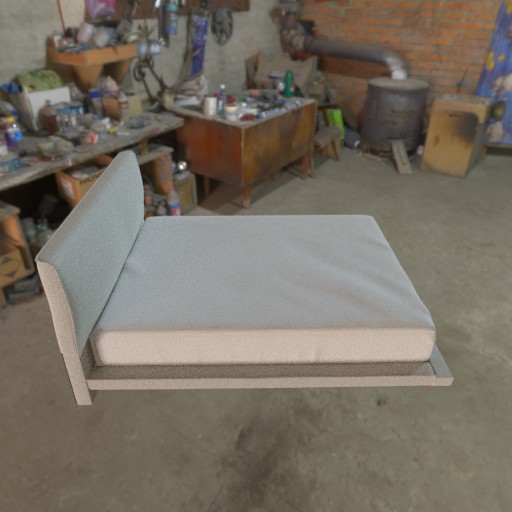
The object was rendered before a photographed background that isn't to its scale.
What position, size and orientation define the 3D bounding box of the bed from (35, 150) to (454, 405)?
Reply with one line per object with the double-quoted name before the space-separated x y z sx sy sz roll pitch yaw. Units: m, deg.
"bed" 0.000 0.000 3.480 2.498 1.126 1.980 -1 31 -1
